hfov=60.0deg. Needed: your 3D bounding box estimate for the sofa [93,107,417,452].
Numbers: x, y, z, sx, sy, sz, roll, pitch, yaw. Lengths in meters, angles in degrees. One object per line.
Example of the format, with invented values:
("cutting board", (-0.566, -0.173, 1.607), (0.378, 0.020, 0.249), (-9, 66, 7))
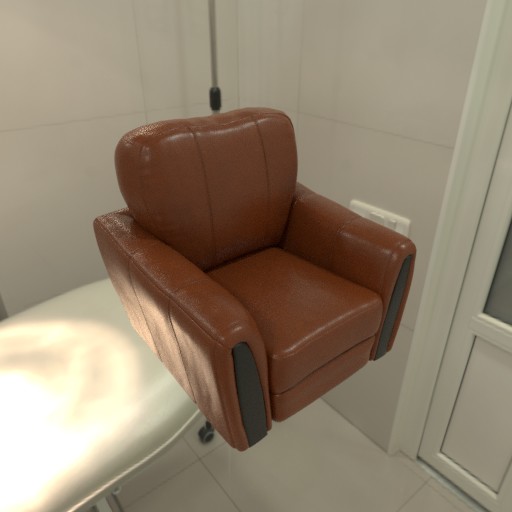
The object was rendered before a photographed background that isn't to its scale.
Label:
("sofa", (0.000, 0.000, 1.528), (0.836, 0.876, 0.789), (-21, 36, -33))
